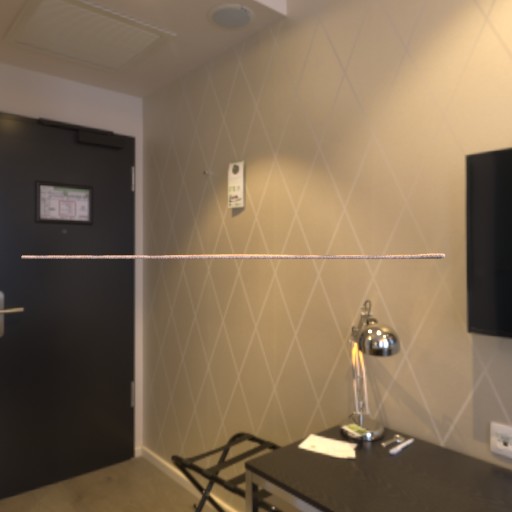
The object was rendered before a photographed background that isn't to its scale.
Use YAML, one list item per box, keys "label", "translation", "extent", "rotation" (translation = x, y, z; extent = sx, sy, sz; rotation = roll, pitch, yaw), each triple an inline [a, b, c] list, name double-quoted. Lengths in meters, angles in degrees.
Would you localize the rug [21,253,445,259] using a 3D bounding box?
- label: "rug"
  translation: [0.000, 0.000, 4.102]
  extent: [3.052, 0.043, 2.453]
  rotation: [0, 0, 19]
